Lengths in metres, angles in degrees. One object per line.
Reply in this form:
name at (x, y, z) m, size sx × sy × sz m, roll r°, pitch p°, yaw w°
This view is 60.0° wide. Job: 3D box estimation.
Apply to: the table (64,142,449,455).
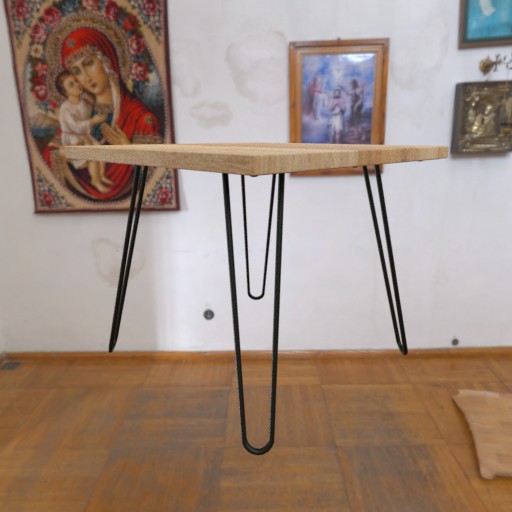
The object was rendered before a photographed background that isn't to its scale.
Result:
table at (0.000, 0.000, 1.039) m, size 0.599 × 0.500 × 0.599 m, roll -15°, pitch 21°, yaw -43°
